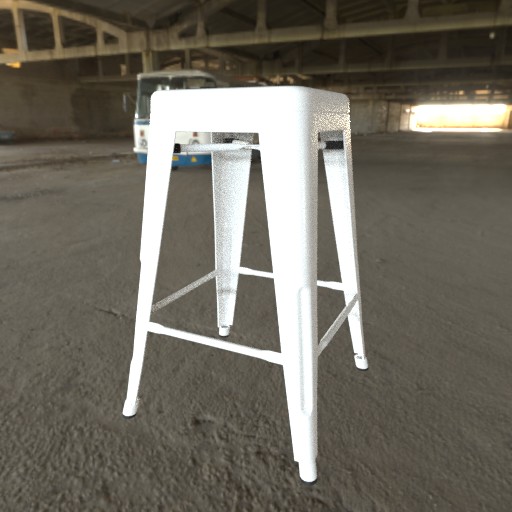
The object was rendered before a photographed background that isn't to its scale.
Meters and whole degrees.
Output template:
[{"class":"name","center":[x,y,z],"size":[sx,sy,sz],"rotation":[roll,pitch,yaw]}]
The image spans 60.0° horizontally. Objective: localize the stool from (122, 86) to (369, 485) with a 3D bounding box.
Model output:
[{"class":"stool","center":[0.000,0.000,0.879],"size":[0.406,0.610,0.406],"rotation":[8,19,25]}]
